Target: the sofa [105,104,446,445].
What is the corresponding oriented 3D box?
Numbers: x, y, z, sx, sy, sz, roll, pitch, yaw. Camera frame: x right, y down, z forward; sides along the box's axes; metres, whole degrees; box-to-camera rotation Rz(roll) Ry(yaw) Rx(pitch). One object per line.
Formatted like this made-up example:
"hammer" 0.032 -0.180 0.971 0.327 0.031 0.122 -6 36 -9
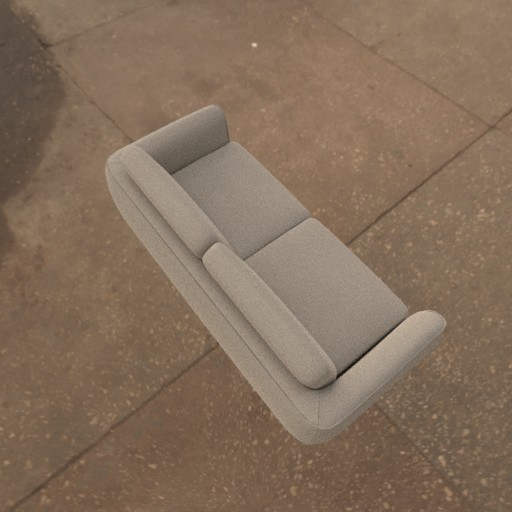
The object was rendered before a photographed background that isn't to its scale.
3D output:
"sofa" 0.000 0.000 2.556 0.920 0.850 2.000 -34 65 -18
